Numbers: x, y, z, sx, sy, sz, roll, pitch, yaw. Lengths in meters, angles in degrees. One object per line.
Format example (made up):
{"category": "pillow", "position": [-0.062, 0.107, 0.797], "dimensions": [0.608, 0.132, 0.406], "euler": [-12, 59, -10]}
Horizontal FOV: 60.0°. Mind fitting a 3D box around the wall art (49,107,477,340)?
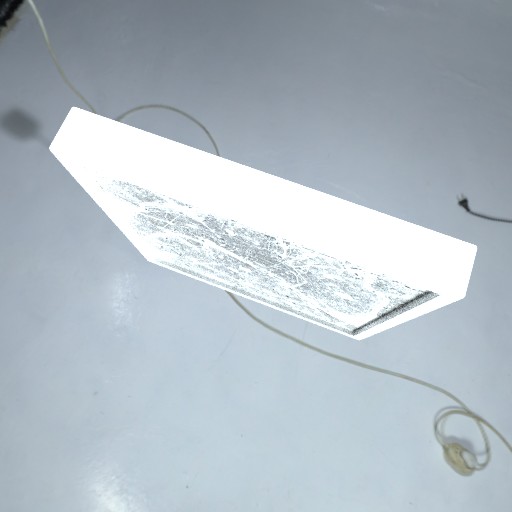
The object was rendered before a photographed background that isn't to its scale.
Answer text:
{"category": "wall art", "position": [0.000, 0.000, 0.453], "dimensions": [0.305, 0.305, 0.038], "euler": [20, 75, 6]}
